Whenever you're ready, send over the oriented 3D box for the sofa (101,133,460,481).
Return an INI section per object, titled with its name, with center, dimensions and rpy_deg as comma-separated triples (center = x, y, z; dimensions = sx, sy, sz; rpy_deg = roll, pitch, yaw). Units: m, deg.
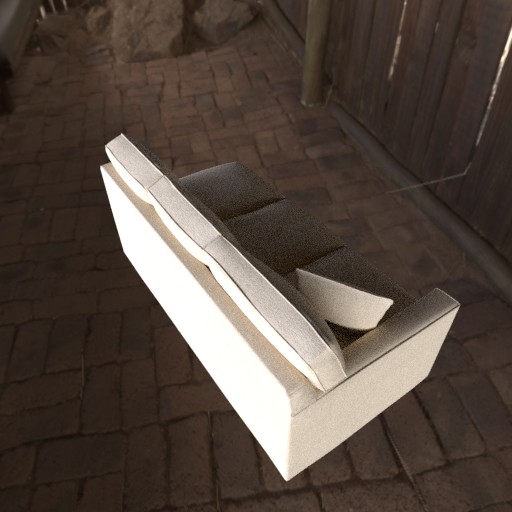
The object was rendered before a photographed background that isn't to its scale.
[sofa]
center = 0.000, 0.000, 2.559
dimensions = 1.034, 0.946, 1.962
rpy_deg = -25, 47, -25
